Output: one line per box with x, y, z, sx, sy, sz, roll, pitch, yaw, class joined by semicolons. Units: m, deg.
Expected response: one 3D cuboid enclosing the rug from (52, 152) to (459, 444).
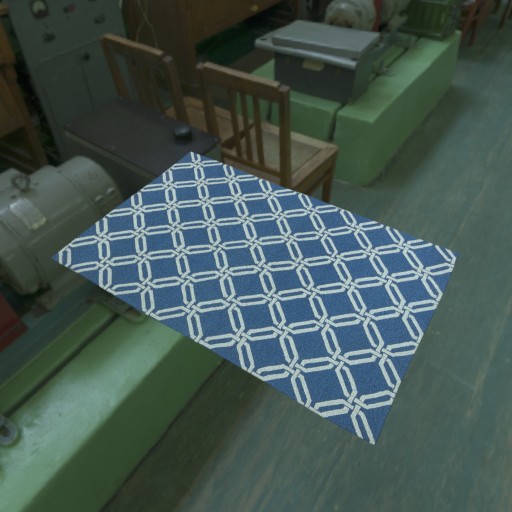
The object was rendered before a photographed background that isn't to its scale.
0.000;0.000;2.258;1.755;0.010;1.153;25;51;22;rug
